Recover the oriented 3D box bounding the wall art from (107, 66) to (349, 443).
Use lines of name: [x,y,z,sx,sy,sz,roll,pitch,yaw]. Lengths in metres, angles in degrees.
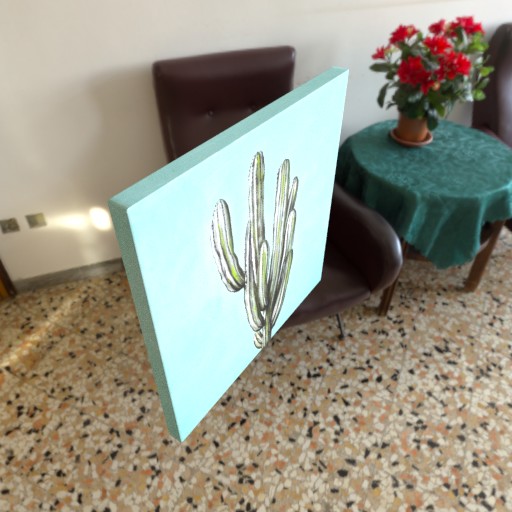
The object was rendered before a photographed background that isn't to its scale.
wall art: [0.000,0.000,1.178,0.054,0.766,0.765,25,47,26]
